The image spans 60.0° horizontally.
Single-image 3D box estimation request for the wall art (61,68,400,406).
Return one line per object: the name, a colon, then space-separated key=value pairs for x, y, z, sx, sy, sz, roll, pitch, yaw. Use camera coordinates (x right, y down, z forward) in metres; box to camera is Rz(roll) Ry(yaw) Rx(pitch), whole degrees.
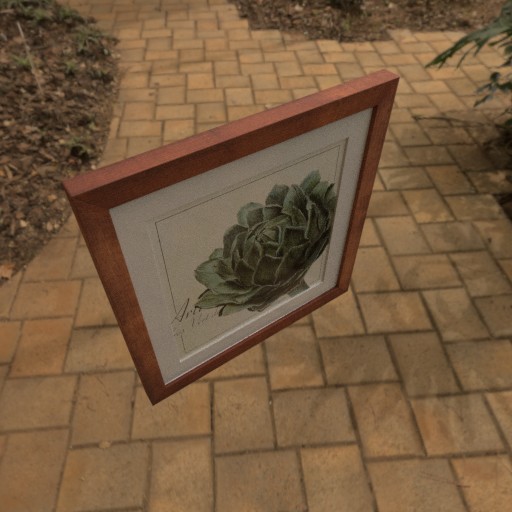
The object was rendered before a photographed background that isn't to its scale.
wall art: x=0.000 y=0.000 z=0.849 sx=0.554 sy=0.572 sz=0.037 roll=-26 pitch=52 yaw=-22
